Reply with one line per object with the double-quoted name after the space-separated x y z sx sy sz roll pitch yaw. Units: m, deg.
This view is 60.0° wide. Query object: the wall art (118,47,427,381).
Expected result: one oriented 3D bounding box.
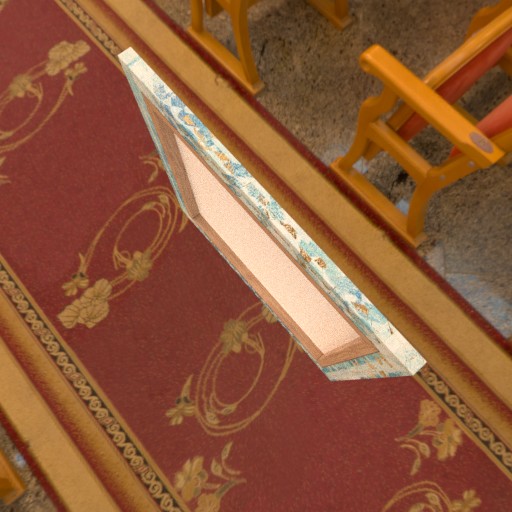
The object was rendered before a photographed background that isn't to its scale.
0.000 0.000 1.341 0.040 0.916 0.916 -39 77 -11 "wall art"
